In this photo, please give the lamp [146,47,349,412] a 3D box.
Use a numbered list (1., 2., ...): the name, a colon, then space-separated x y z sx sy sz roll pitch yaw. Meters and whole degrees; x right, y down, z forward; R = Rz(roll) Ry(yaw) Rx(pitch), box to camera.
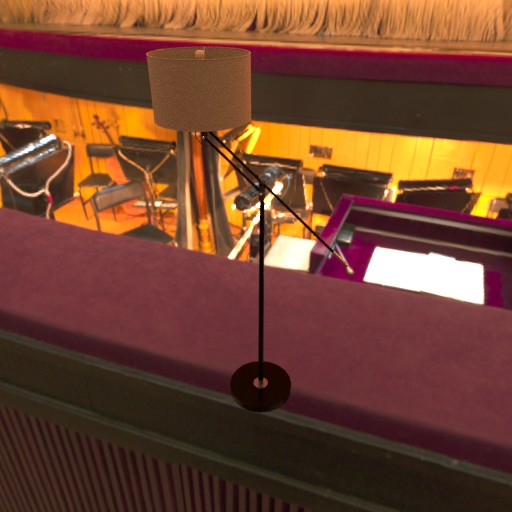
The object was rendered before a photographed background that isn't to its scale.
1. lamp: 0.000 0.000 1.953 0.809 1.635 0.373 10 33 17
